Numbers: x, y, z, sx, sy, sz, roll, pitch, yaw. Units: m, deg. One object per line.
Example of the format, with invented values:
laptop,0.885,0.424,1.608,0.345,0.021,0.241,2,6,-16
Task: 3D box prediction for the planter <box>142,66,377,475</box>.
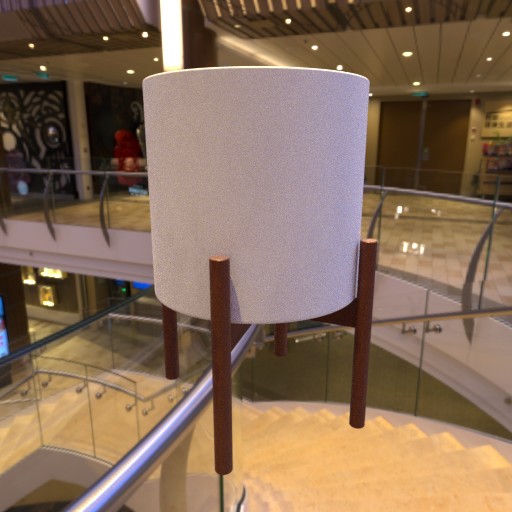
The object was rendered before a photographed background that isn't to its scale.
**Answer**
planter,0.000,0.000,0.922,0.417,0.670,0.417,-7,16,-24
